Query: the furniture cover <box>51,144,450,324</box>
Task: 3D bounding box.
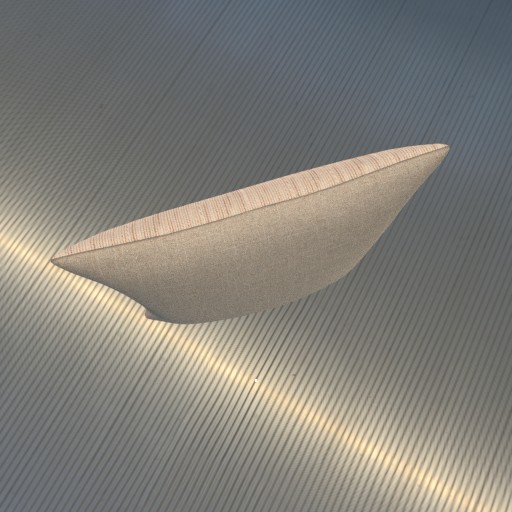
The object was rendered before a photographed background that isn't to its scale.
[{"bbox_3d":[0.000,0.000,0.774,0.512,0.506,0.178,-16,75,-5],"label":"furniture cover"}]
